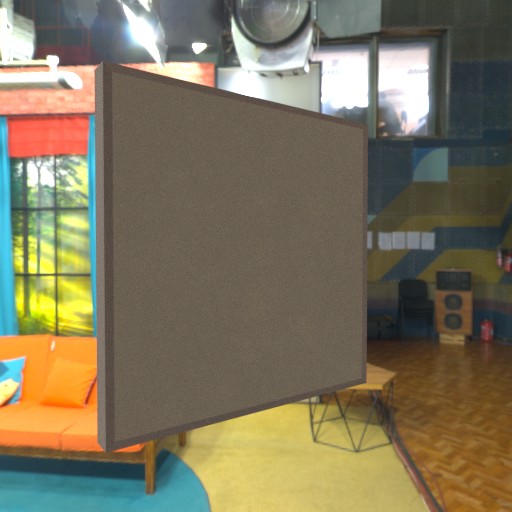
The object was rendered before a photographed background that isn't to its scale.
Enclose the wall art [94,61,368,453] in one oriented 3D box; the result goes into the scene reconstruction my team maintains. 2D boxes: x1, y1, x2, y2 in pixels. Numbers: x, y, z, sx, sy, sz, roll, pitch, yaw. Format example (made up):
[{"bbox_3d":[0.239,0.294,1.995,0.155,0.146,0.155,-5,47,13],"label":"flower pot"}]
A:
[{"bbox_3d":[0.000,0.000,0.735,0.508,0.506,0.038,-1,2,-36],"label":"wall art"}]
